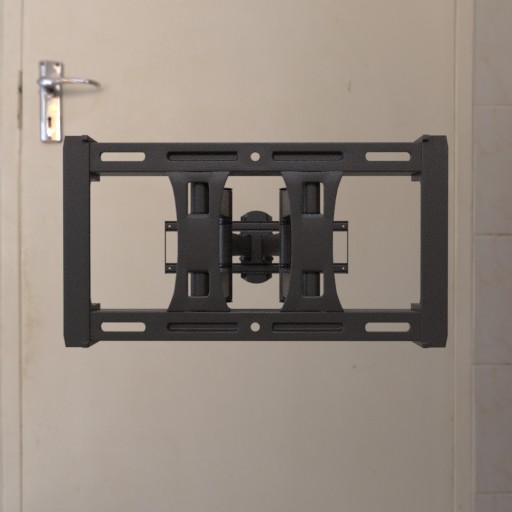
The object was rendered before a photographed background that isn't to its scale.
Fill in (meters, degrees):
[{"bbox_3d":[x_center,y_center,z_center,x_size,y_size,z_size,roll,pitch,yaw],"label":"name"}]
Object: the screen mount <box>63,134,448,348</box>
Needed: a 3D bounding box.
[{"bbox_3d":[0.000,0.000,0.929,0.571,0.424,0.556,0,0,0],"label":"screen mount"}]
